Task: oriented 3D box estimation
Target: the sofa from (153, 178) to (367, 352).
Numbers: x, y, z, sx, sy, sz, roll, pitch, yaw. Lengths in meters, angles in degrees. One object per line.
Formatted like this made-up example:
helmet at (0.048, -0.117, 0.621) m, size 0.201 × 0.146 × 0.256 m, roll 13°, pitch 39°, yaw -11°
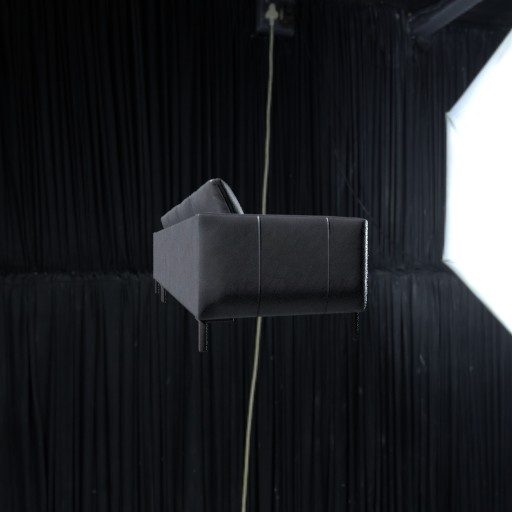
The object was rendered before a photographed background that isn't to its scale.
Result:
sofa at (0.000, 0.000, 3.674) m, size 1.471 × 0.859 × 2.993 m, roll 0°, pitch 1°, yaw -17°
